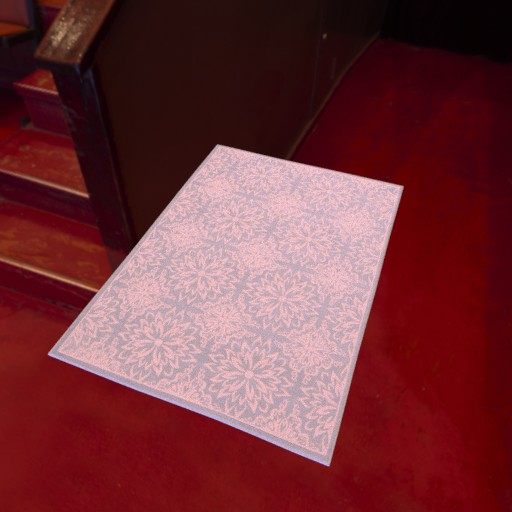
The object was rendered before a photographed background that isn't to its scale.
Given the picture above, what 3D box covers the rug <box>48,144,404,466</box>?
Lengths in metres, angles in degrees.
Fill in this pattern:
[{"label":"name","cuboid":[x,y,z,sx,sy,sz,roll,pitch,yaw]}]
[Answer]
[{"label":"rug","cuboid":[0.000,0.000,2.926,1.589,0.014,2.205,16,49,14]}]
